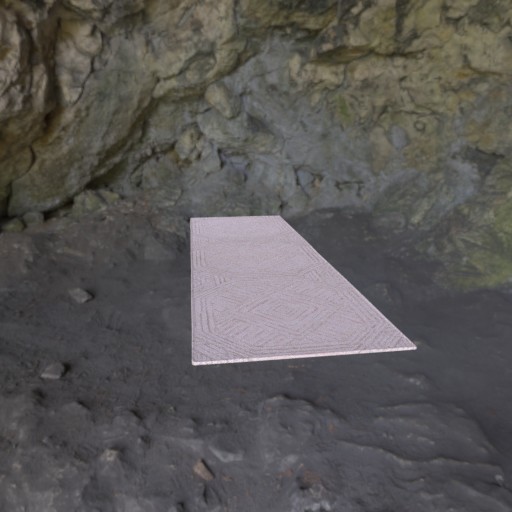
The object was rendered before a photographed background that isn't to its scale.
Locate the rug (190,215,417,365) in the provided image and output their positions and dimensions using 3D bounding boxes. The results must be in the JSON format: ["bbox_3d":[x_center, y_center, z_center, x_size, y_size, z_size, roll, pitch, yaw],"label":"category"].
[{"bbox_3d":[0.000,0.000,2.640,0.775,0.012,2.452,-2,16,-8],"label":"rug"}]
